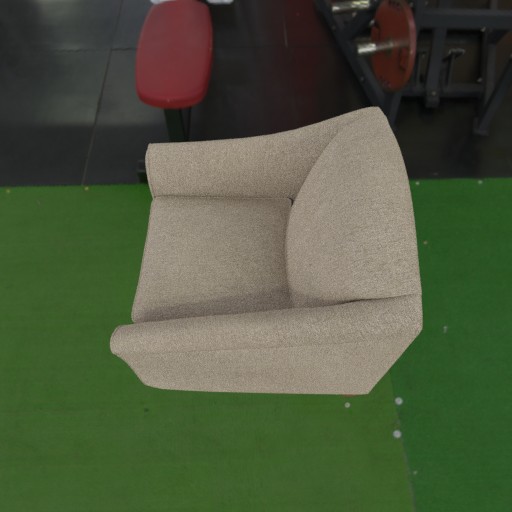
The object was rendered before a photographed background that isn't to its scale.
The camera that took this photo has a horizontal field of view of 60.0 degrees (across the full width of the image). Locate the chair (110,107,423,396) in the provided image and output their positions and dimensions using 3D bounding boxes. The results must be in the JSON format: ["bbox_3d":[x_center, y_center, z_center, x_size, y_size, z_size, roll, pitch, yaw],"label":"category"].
[{"bbox_3d":[0.000,0.000,1.457,0.787,0.839,0.763,1,59,0],"label":"chair"}]
